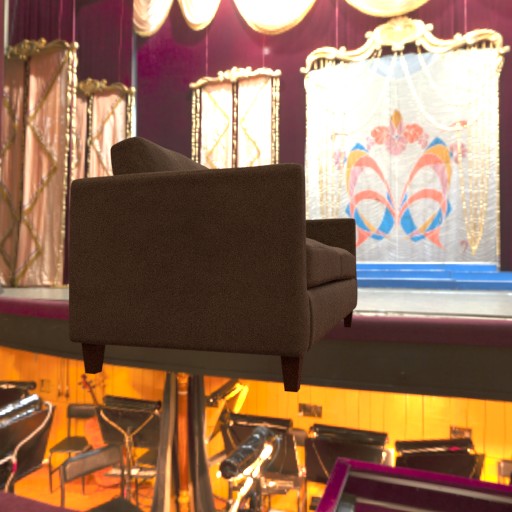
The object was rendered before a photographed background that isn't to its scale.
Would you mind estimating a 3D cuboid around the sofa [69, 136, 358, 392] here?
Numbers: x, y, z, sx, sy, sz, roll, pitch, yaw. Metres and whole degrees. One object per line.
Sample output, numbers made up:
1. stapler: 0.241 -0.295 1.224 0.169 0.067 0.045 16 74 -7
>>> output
1. sofa: 0.000 0.000 2.444 0.950 0.963 1.884 0 -1 18
